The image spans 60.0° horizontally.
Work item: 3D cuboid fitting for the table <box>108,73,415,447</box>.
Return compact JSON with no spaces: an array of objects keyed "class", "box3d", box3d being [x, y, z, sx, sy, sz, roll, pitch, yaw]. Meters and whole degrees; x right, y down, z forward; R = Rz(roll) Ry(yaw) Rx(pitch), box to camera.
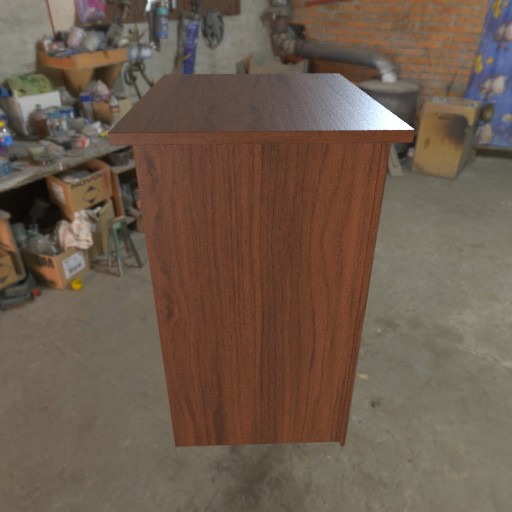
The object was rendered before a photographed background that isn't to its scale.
[{"class":"table","box3d":[0.000,0.000,0.915,0.381,0.636,0.480,-1,30,-2]}]
